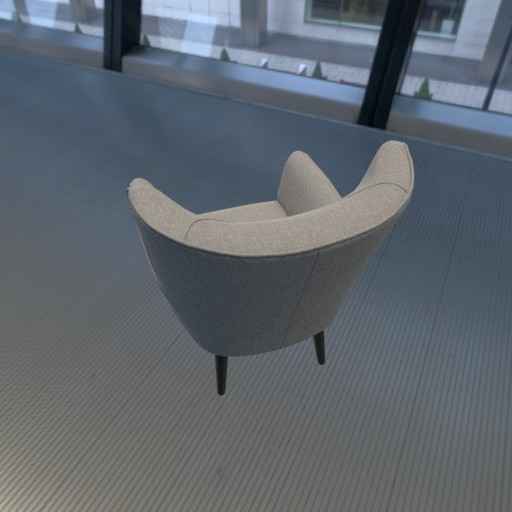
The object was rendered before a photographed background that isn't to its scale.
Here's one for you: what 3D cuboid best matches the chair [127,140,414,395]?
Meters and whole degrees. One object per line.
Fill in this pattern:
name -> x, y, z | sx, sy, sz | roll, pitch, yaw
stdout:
chair -> 0.000, 0.000, 1.589 | 0.781, 0.933, 0.888 | -13, 43, -14
